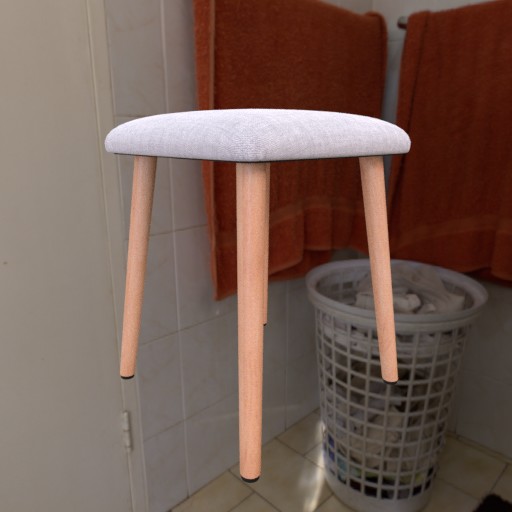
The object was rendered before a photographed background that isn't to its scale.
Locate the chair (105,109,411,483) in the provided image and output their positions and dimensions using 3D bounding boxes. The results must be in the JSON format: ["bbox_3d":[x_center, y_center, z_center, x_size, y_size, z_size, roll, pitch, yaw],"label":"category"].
[{"bbox_3d":[0.000,0.000,0.706,0.350,0.440,0.350,-14,21,-41],"label":"chair"}]
